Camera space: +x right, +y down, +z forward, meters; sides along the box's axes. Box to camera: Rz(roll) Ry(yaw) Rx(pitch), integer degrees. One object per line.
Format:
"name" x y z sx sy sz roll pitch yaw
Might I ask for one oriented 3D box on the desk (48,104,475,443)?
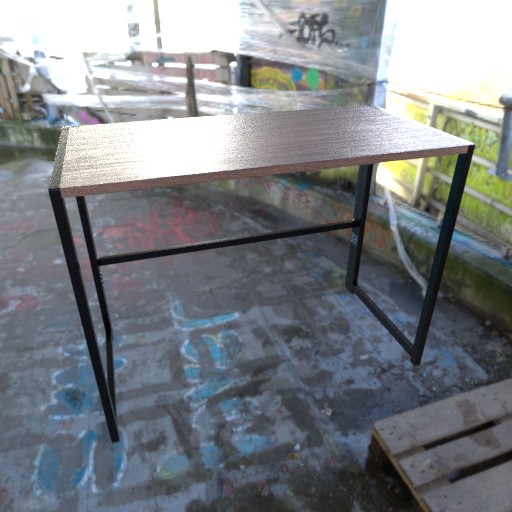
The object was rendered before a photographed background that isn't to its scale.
"desk" 0.000 0.000 1.395 1.016 0.762 0.508 -9 32 -15
